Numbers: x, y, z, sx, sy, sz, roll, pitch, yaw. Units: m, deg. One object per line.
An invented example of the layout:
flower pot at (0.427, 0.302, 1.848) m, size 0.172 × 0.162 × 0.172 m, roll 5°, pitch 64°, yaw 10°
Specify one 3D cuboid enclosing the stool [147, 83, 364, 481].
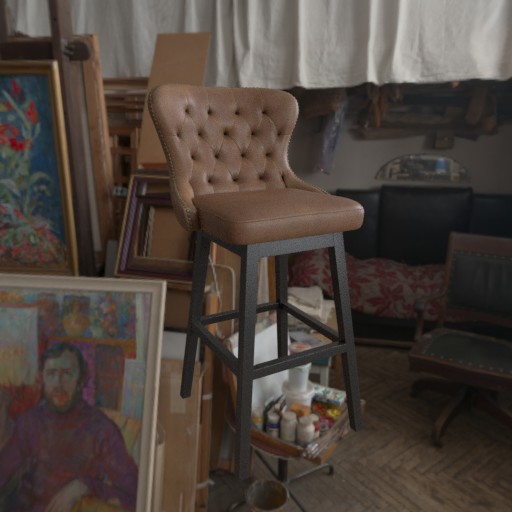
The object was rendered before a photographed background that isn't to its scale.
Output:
stool at (0.000, 0.000, 1.402) m, size 0.528 × 1.050 × 0.601 m, roll -9°, pitch 18°, yaw -28°
